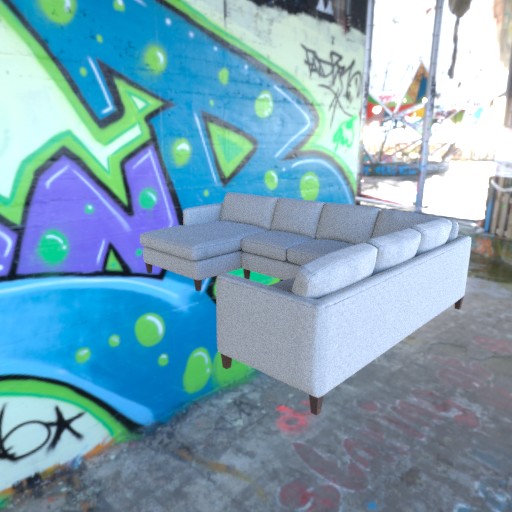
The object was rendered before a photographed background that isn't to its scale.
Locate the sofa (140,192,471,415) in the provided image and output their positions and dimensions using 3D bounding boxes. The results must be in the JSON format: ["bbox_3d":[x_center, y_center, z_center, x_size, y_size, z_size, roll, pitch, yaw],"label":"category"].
[{"bbox_3d":[0.000,0.000,4.641,3.460,0.959,2.593,14,20,42],"label":"sofa"}]
